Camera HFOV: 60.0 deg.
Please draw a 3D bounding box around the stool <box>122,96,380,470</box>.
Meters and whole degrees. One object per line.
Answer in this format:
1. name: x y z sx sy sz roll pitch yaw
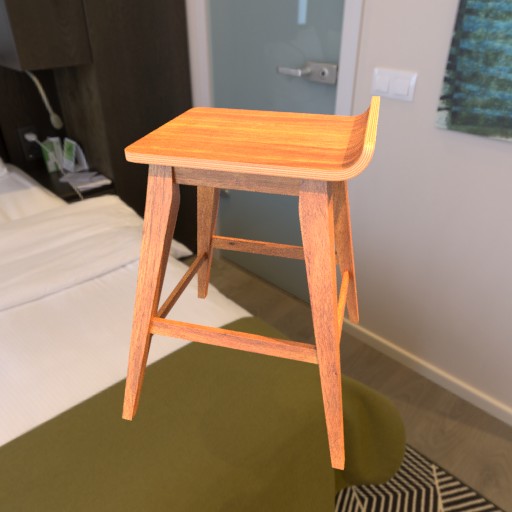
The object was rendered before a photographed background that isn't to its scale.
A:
1. stool: 0.000 0.000 0.996 0.500 0.650 0.500 8 32 13
